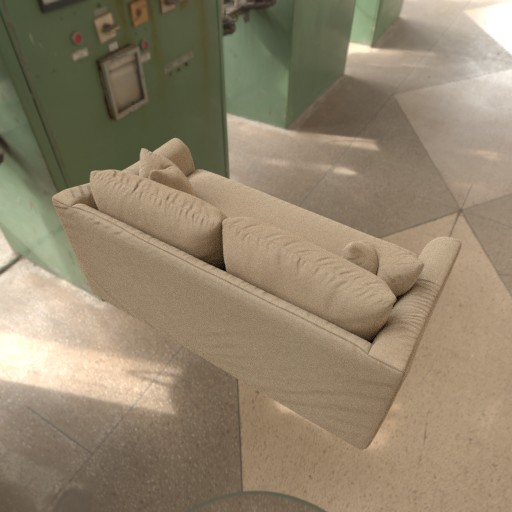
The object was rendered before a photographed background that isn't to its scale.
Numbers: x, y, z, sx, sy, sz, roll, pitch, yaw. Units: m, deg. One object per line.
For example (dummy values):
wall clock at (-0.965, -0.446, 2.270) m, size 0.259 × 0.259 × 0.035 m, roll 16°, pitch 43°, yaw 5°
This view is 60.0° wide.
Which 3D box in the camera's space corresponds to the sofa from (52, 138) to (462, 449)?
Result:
sofa at (0.000, 0.000, 2.602) m, size 2.010 × 1.018 × 1.072 m, roll 24°, pitch 51°, yaw 22°
